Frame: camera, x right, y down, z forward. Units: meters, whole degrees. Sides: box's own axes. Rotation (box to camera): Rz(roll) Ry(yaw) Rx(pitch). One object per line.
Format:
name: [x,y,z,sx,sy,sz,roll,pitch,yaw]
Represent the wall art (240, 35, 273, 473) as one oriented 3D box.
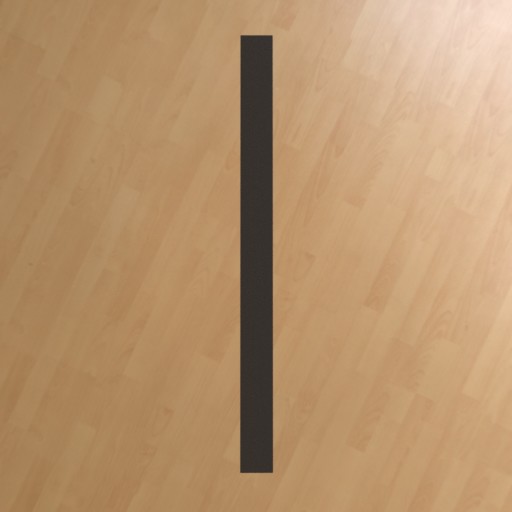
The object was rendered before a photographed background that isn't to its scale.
wall art: [0.000,0.000,0.766,0.038,0.507,0.507,0,89,0]
